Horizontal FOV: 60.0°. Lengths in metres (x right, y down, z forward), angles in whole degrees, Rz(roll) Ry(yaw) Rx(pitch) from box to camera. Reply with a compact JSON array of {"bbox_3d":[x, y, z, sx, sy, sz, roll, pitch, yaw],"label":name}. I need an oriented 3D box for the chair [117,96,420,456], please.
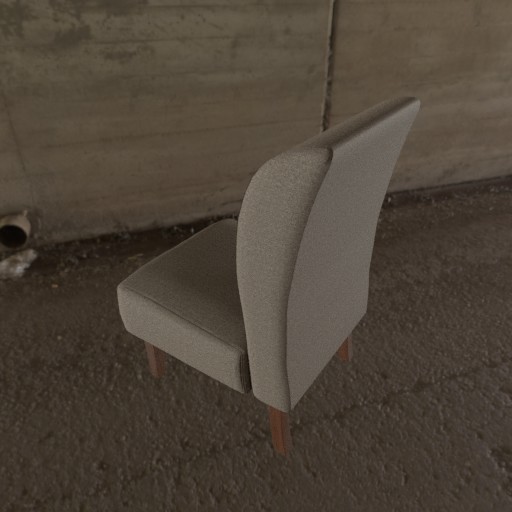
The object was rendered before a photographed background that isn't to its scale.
[{"bbox_3d":[0.000,0.000,1.169,0.592,0.804,0.513,19,37,28],"label":"chair"}]
